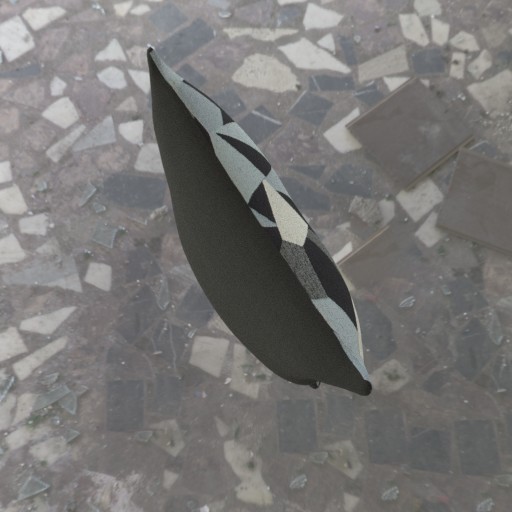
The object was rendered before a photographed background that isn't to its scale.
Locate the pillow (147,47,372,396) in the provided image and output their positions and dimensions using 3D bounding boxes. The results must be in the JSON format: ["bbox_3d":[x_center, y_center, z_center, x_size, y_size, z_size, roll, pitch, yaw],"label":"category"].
[{"bbox_3d":[0.000,0.000,0.736,0.208,0.496,0.503,-30,77,-8],"label":"pillow"}]
